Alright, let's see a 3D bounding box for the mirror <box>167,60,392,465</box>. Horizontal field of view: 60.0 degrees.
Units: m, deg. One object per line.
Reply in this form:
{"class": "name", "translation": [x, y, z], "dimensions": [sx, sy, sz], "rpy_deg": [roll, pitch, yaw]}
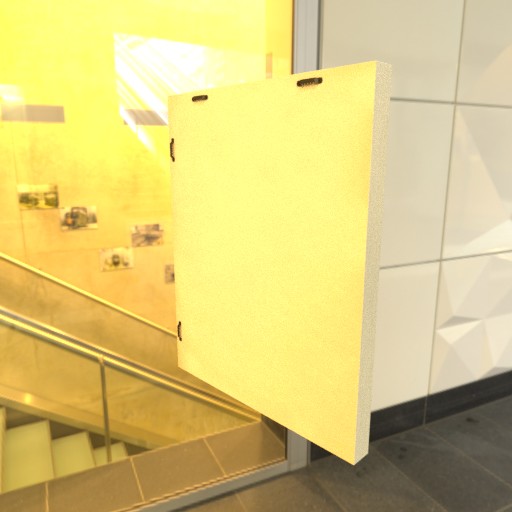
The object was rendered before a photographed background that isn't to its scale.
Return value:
{"class": "mirror", "translation": [0.000, 0.000, 0.692], "dimensions": [0.041, 0.509, 0.406], "rpy_deg": [-12, 17, -43]}
